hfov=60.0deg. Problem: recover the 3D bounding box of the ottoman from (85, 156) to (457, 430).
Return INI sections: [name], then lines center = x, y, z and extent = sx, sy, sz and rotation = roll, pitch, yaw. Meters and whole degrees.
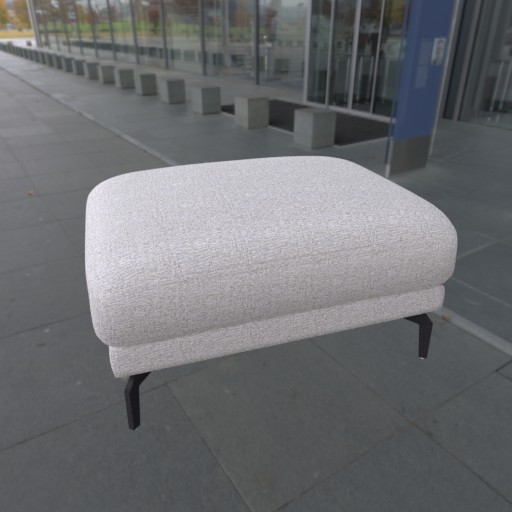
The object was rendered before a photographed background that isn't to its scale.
[ottoman]
center = 0.000, 0.000, 1.103
extent = 0.772, 0.420, 0.568
rotation = -9, 28, -16
